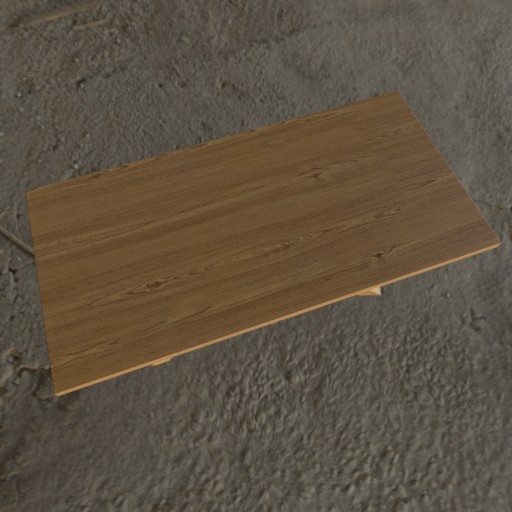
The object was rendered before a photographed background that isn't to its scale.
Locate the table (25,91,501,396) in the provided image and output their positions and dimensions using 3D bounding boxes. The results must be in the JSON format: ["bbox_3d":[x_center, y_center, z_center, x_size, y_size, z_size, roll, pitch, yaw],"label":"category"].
[{"bbox_3d":[0.000,0.000,2.193,1.797,0.750,0.901,-17,65,-8],"label":"table"}]
